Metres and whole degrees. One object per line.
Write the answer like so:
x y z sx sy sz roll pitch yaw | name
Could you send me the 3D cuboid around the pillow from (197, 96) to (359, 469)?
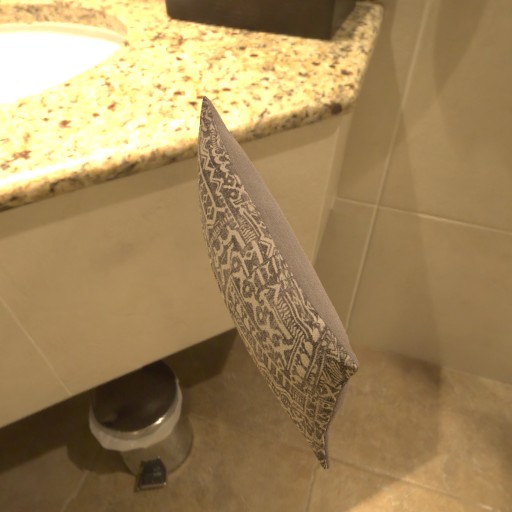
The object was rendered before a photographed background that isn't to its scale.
0.000 0.000 0.752 0.148 0.290 0.631 -14 49 -13 | pillow
